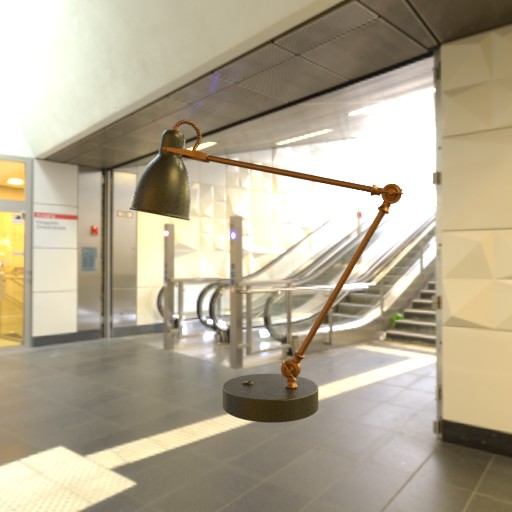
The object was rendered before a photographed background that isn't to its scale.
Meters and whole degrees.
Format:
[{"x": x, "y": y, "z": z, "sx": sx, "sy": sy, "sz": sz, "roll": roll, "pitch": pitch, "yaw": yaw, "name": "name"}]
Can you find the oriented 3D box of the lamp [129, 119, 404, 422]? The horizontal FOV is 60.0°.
[{"x": 0.000, "y": 0.000, "z": 0.882, "sx": 0.561, "sy": 0.587, "sz": 0.187, "roll": 0, "pitch": -1, "yaw": 18, "name": "lamp"}]
